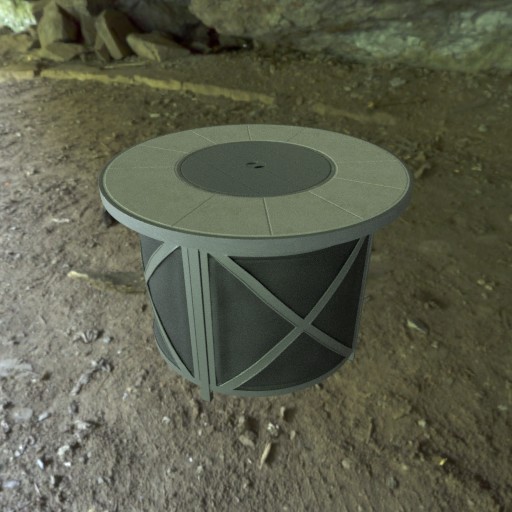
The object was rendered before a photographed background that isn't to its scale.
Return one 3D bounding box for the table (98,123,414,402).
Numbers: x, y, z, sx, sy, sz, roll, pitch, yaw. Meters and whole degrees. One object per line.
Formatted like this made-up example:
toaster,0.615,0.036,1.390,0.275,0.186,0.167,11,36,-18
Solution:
table,0.000,0.000,1.513,0.914,0.650,0.914,0,32,0
